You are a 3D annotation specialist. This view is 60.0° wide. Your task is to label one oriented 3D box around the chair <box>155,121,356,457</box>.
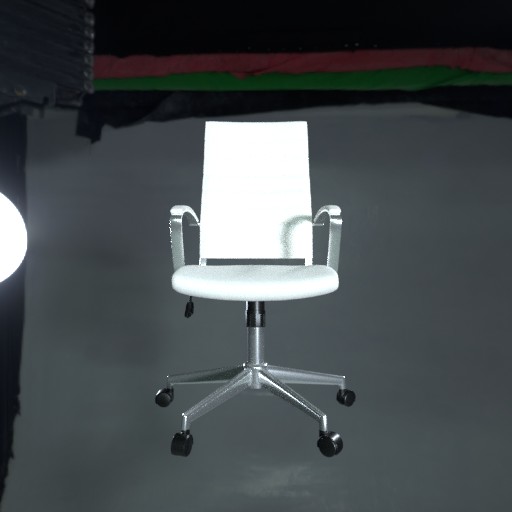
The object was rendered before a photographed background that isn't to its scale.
[{"bbox_3d":[0.000,0.000,1.612,0.766,1.149,0.739,0,1,0],"label":"chair"}]
